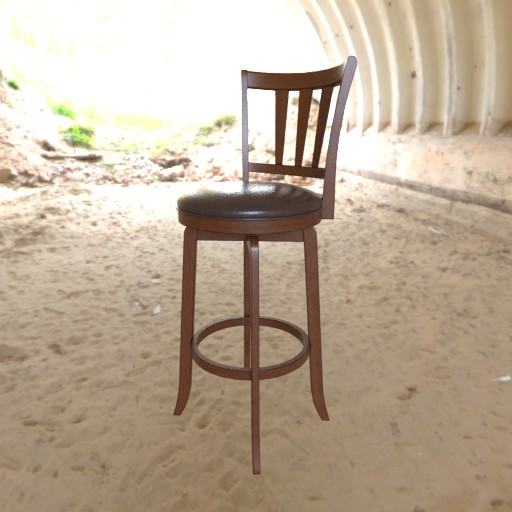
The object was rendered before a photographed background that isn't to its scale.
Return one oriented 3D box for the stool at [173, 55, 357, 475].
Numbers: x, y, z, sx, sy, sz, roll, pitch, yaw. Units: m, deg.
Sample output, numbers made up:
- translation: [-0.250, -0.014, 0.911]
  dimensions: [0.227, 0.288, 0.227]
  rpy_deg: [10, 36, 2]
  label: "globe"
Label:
- translation: [0.000, 0.000, 1.430]
  dimensions: [0.464, 1.177, 0.503]
  rpy_deg: [15, 22, 42]
  label: "stool"
